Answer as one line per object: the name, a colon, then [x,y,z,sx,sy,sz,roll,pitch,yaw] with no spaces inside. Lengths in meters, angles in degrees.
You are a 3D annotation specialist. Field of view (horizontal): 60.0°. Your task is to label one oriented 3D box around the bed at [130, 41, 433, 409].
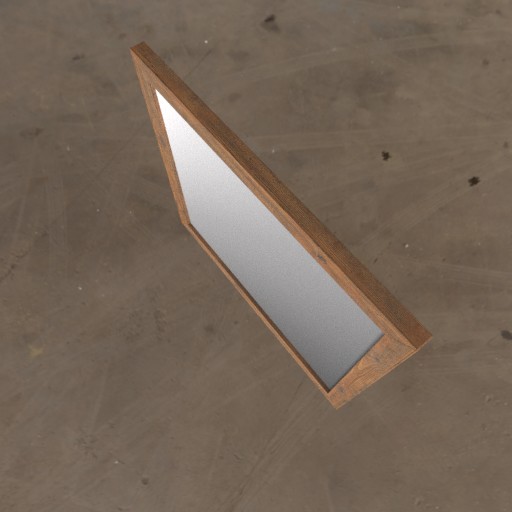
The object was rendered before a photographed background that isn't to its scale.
bed: [0.000,0.000,1.448,0.046,0.942,1.046,-35,69,-16]
